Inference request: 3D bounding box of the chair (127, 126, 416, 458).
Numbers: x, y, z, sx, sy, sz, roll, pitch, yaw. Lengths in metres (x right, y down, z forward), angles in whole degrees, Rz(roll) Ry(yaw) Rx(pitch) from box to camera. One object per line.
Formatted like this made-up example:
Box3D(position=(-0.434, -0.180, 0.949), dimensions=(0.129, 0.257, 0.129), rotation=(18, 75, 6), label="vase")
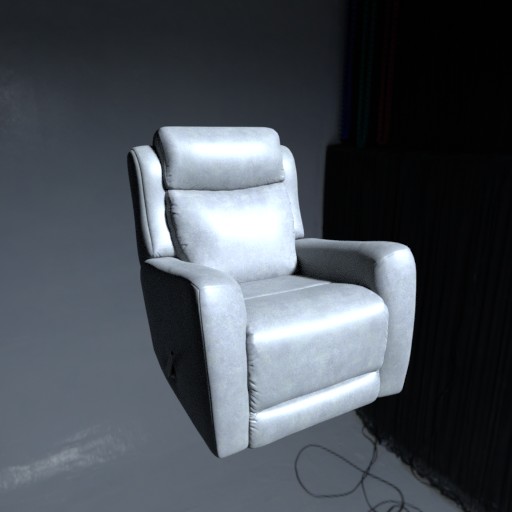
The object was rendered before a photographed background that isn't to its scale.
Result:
Box3D(position=(0.000, 0.000, 1.979), dimensions=(0.967, 1.116, 1.068), rotation=(-8, 18, -27), label="chair")
